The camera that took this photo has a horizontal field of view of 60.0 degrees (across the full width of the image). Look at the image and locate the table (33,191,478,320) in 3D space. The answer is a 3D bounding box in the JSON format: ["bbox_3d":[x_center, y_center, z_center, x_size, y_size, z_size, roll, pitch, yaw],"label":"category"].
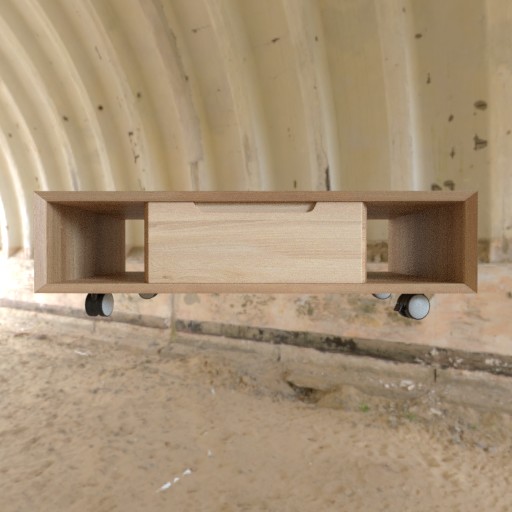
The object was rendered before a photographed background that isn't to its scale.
[{"bbox_3d":[0.000,0.000,1.448,1.100,0.330,0.700,0,1,0],"label":"table"}]
